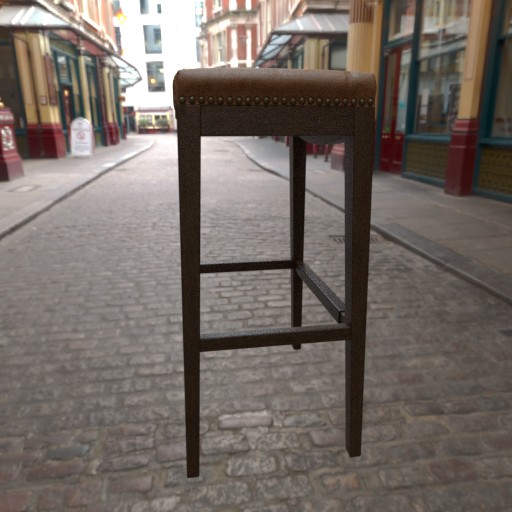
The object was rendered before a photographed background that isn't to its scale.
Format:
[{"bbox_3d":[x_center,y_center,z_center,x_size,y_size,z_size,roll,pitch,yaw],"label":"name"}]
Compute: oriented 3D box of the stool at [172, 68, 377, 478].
[{"bbox_3d":[0.000,0.000,1.031,0.361,0.759,0.500,-3,16,-9],"label":"stool"}]
